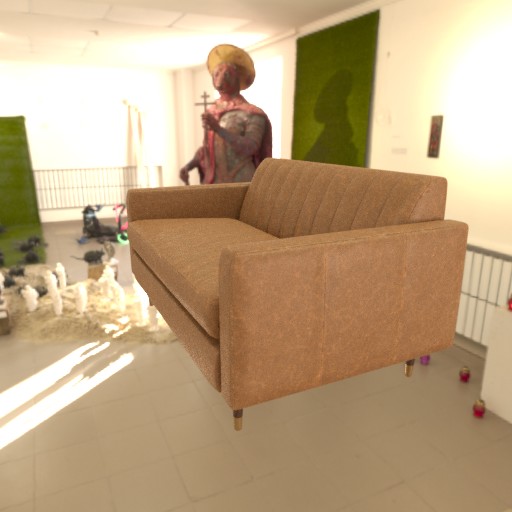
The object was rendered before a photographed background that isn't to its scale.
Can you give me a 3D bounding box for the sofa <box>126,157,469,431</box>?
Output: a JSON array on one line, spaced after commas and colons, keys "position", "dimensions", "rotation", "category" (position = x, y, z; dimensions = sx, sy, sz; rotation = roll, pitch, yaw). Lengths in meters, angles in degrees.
[{"position": [0.000, 0.000, 2.087], "dimensions": [0.960, 0.820, 1.549], "rotation": [-8, 18, -25], "category": "sofa"}]
